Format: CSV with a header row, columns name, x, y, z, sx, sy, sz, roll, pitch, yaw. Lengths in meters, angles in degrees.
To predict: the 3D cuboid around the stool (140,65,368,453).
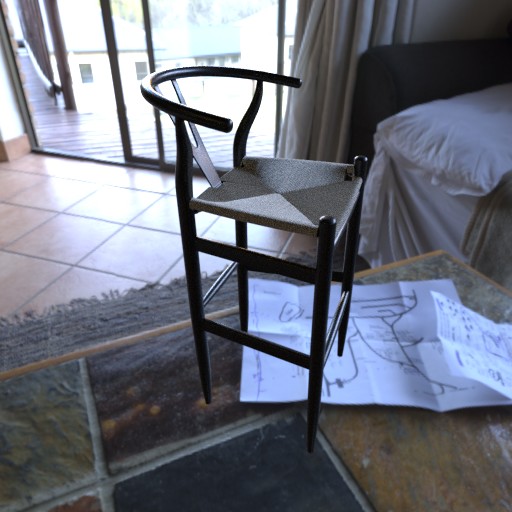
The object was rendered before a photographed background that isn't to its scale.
name,x,y,z,sx,sy,sz,roll,pitch,yaw
stool,0.000,0.000,1.409,0.579,1.072,0.569,11,32,18
